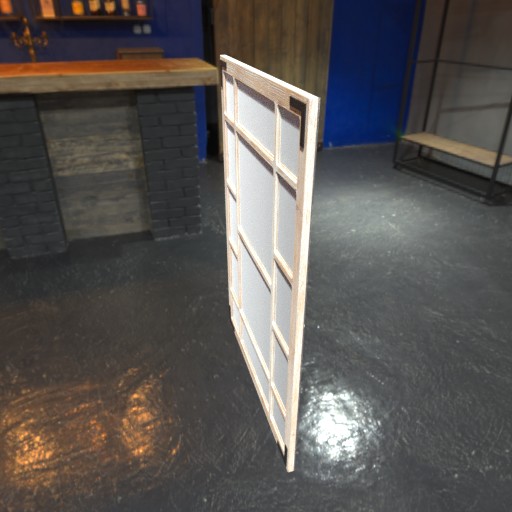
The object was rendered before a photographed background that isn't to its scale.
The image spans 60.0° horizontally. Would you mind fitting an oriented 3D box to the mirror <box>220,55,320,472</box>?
[{"bbox_3d":[0.000,0.000,1.279,0.025,0.996,0.705,-8,31,-14],"label":"mirror"}]
